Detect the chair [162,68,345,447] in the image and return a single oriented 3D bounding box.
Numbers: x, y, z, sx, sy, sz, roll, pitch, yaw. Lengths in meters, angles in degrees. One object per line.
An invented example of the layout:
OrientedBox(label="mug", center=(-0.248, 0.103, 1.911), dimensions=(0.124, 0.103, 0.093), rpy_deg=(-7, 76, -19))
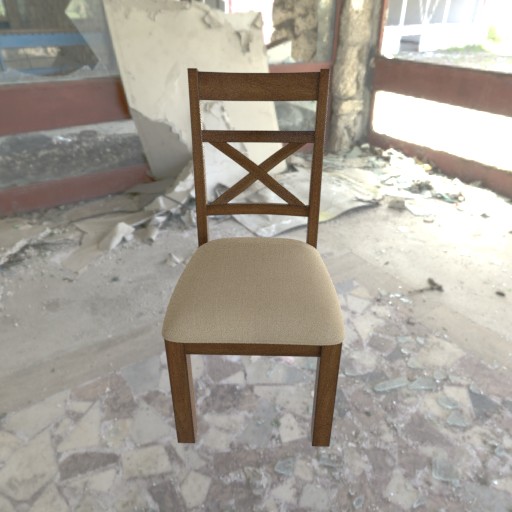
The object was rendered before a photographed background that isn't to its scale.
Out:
OrientedBox(label="chair", center=(0.000, 0.000, 1.284), dimensions=(0.461, 0.949, 0.581), rpy_deg=(1, 30, 1))
